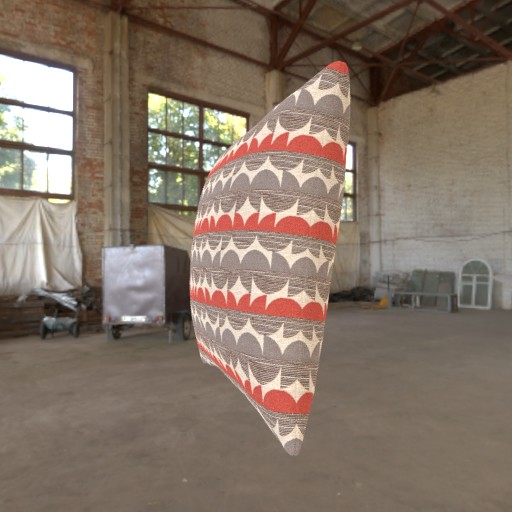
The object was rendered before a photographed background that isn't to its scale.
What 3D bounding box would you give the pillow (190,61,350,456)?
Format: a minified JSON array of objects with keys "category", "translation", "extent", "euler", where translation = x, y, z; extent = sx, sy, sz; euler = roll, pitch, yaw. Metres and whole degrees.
[{"category":"pillow","translation":[0.000,0.000,0.653],"extent":[0.180,0.410,0.420],"euler":[0,-1,-19]}]
